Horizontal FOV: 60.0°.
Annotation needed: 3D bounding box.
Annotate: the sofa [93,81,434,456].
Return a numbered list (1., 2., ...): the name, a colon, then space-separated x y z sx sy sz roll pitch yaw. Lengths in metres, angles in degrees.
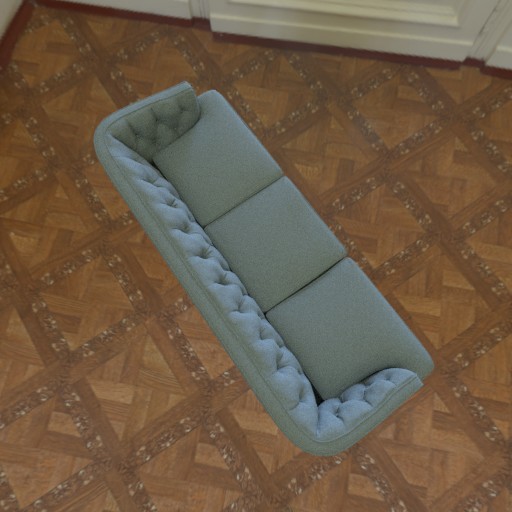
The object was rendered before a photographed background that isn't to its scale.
1. sofa: 0.000 0.000 2.715 0.941 0.855 2.278 -34 77 -9
